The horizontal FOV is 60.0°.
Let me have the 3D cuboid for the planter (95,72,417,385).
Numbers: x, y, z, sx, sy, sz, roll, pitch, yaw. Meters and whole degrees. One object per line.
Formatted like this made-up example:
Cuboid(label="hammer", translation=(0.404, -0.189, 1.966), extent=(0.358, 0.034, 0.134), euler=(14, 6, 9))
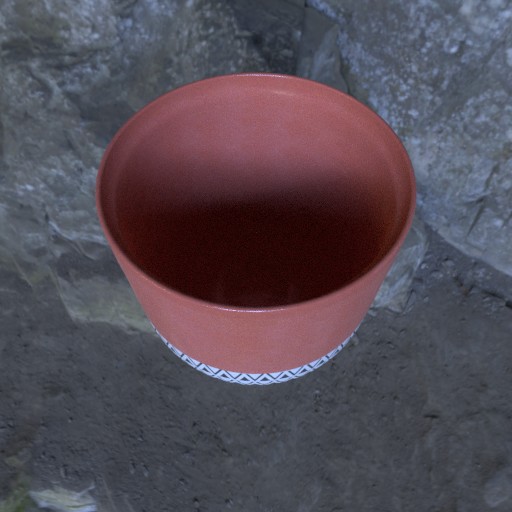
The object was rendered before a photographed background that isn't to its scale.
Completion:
Cuboid(label="planter", translation=(0.000, 0.000, 0.485), extent=(0.266, 0.270, 0.266), euler=(0, 57, 0))
